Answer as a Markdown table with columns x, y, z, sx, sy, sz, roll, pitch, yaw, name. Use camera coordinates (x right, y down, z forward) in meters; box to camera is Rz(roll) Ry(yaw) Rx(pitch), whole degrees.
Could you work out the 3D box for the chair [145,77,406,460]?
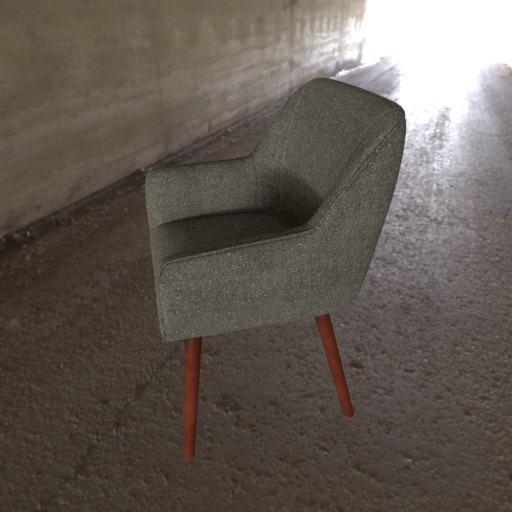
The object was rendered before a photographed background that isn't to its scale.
| x | y | z | sx | sy | sz | roll | pitch | yaw | name |
| --- | --- | --- | --- | --- | --- | --- | --- | --- | --- |
| 0.000 | 0.000 | 1.140 | 0.519 | 0.803 | 0.543 | -7 | 30 | -13 | chair |
